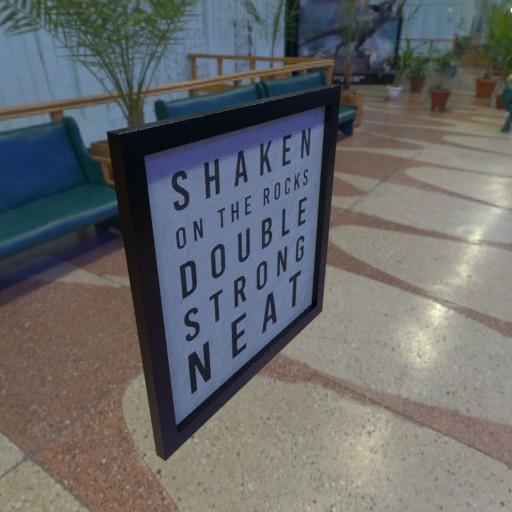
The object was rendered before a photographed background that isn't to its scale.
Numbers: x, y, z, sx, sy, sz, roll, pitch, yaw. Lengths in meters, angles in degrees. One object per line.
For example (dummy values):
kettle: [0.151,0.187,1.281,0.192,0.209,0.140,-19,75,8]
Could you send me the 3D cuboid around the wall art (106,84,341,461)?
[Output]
wall art: [0.000,0.000,0.525,0.014,0.349,0.349,19,33,32]
